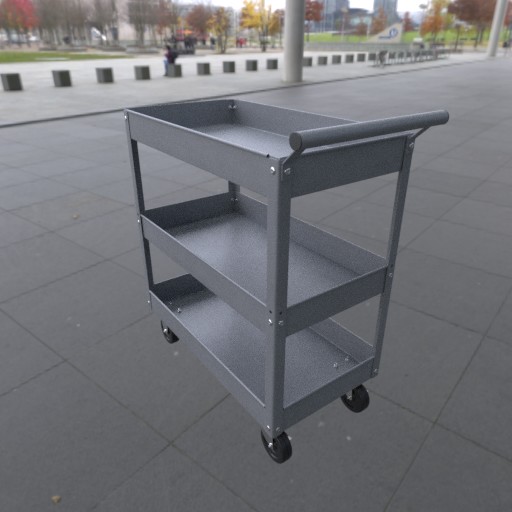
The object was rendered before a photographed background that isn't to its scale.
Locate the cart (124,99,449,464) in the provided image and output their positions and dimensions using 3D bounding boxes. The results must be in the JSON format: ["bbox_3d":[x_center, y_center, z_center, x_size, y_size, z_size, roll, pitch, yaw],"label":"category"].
[{"bbox_3d":[0.000,0.000,1.155,0.366,0.780,0.719,-18,31,-32],"label":"cart"}]
